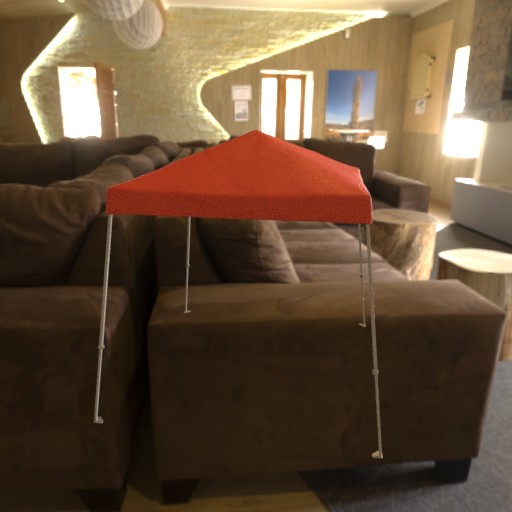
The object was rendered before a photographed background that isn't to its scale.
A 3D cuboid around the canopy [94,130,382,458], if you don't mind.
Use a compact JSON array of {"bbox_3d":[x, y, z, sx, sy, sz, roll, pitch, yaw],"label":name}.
[{"bbox_3d":[0.000,0.000,5.204,2.849,2.850,2.850,3,17,10],"label":"canopy"}]
